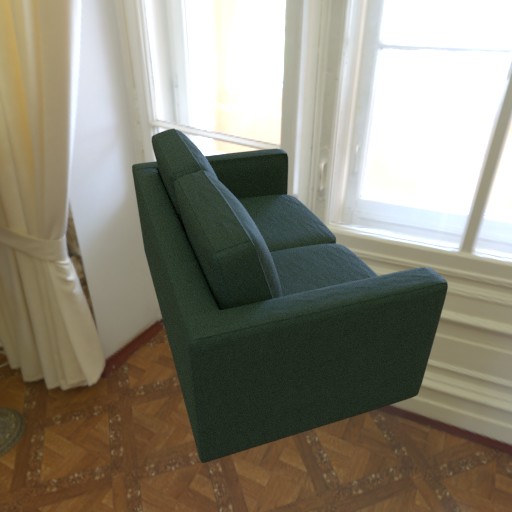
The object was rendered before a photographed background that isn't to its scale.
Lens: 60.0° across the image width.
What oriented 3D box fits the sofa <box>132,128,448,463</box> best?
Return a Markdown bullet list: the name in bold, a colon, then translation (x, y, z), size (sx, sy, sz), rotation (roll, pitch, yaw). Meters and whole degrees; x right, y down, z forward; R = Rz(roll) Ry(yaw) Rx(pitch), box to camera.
- **sofa**: translation (0.000, 0.000, 1.982), size (0.879, 0.899, 1.430), rotation (-10, 33, -16)
